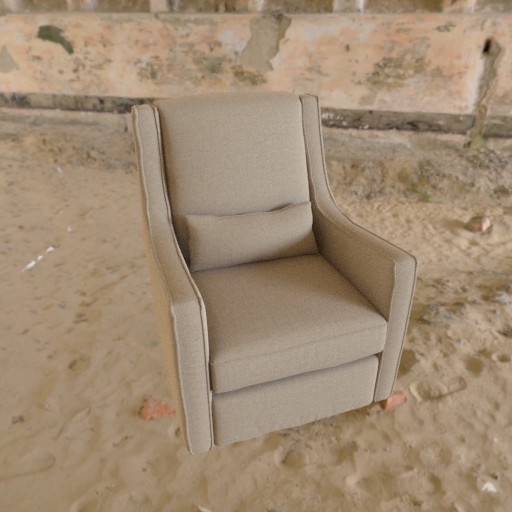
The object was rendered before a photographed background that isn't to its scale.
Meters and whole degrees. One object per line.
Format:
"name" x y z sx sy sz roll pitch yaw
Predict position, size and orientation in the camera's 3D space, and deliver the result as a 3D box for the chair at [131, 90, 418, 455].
"chair" 0.000 0.000 1.576 0.732 0.993 0.879 -10 32 -16
